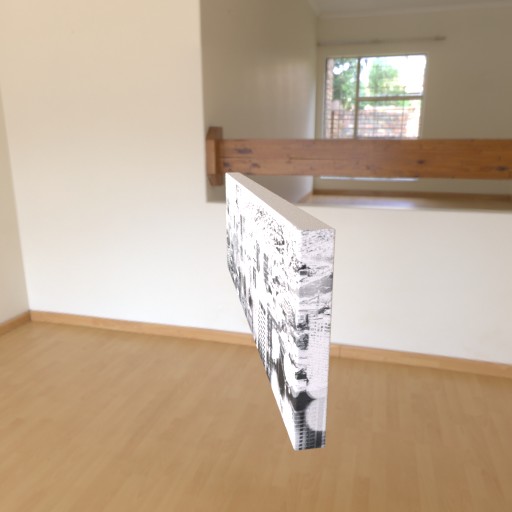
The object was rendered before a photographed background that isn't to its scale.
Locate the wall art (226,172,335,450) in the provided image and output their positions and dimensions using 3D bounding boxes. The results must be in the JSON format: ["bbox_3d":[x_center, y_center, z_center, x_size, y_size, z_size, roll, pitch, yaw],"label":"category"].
[{"bbox_3d":[0.000,0.000,0.836,0.038,0.255,0.763,-2,15,-9],"label":"wall art"}]
